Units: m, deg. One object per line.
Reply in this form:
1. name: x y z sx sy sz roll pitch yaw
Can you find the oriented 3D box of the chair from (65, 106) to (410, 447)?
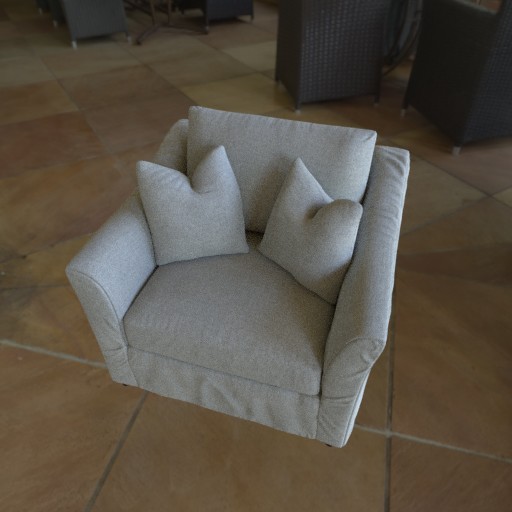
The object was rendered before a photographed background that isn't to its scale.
1. chair: 0.000 0.000 2.031 1.194 1.059 1.071 12 42 13
